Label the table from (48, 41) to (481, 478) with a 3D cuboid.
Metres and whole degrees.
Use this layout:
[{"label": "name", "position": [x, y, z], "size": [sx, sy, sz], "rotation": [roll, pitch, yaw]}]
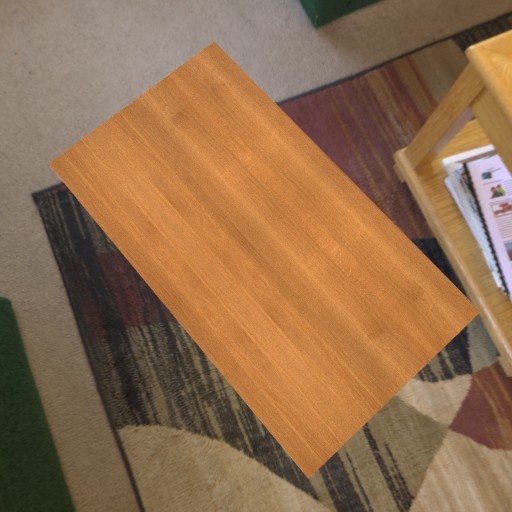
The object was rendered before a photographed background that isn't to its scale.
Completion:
[{"label": "table", "position": [0.000, 0.000, 2.141], "size": [0.900, 0.750, 1.600], "rotation": [-40, 80, -9]}]
